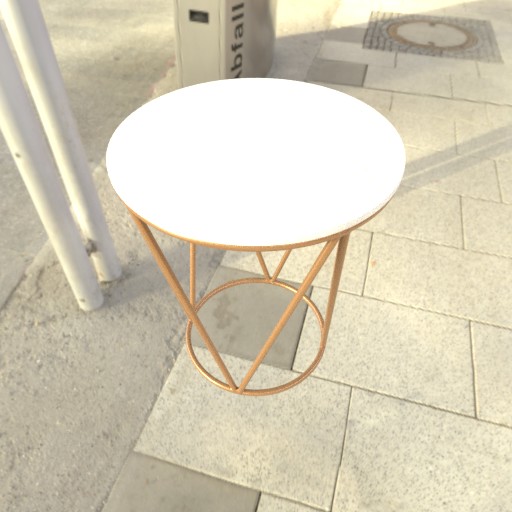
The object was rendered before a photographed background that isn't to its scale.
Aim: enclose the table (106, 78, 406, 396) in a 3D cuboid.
[{"bbox_3d":[0.000,0.000,0.959,0.500,0.564,0.500,0,45,0],"label":"table"}]
